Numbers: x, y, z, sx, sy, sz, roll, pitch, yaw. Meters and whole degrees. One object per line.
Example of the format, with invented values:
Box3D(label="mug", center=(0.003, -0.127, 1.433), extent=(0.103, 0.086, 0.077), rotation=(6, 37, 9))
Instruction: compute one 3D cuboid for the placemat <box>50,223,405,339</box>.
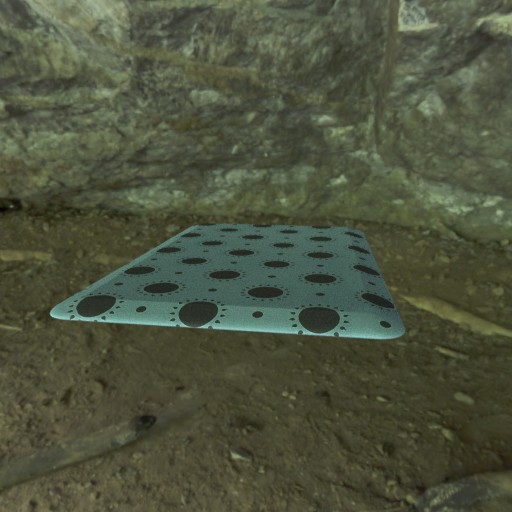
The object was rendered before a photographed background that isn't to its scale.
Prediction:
Box3D(label="placemat", center=(0.000, 0.000, 0.957), extent=(0.508, 0.021, 0.762), rotation=(2, 14, 8))
